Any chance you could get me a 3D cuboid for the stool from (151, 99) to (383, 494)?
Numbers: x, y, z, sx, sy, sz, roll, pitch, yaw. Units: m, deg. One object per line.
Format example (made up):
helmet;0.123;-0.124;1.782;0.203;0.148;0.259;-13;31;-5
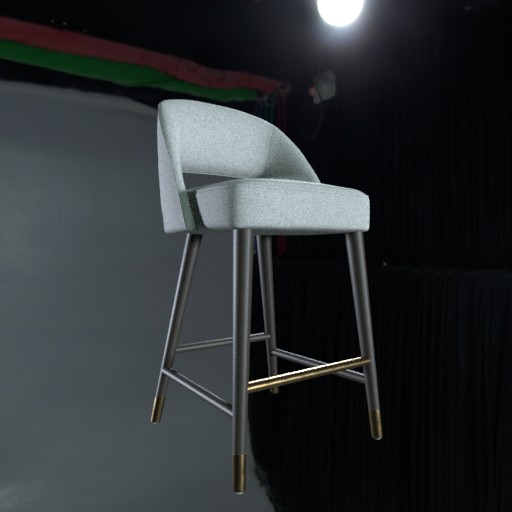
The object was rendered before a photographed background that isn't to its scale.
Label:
stool;0.000;0.000;1.208;0.494;0.940;0.509;-1;2;-36
